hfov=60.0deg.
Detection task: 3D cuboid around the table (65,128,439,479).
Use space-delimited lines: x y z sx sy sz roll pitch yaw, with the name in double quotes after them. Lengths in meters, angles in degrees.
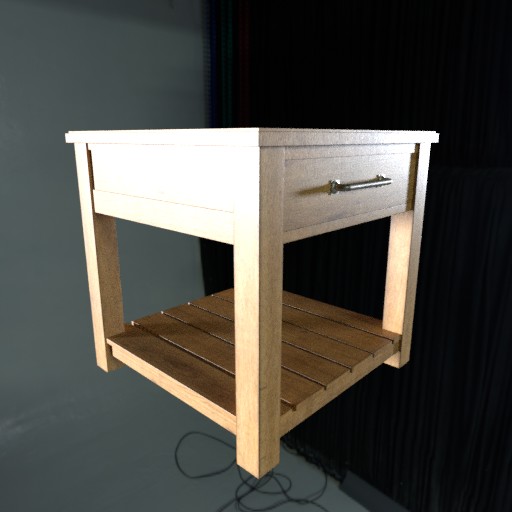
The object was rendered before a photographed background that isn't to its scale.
0.000 0.000 1.095 0.612 0.593 0.616 14 20 42 "table"
